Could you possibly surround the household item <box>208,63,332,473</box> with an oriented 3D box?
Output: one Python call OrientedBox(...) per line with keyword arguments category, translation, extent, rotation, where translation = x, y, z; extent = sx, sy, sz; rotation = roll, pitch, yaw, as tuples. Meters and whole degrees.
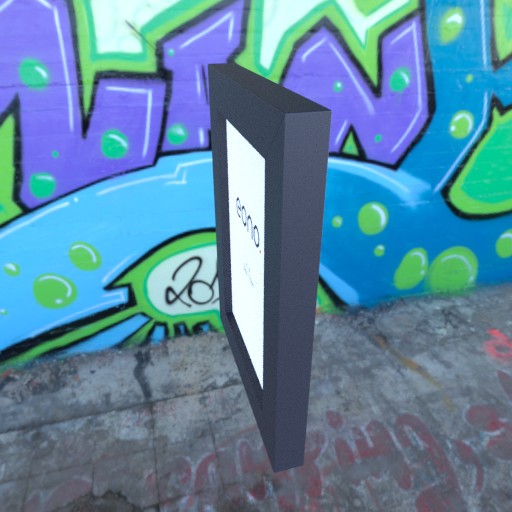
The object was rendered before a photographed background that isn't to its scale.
OrientedBox(category="household item", translation=(0.000, 0.000, 0.238), extent=(0.022, 0.178, 0.133), rotation=(-8, 30, -14))
